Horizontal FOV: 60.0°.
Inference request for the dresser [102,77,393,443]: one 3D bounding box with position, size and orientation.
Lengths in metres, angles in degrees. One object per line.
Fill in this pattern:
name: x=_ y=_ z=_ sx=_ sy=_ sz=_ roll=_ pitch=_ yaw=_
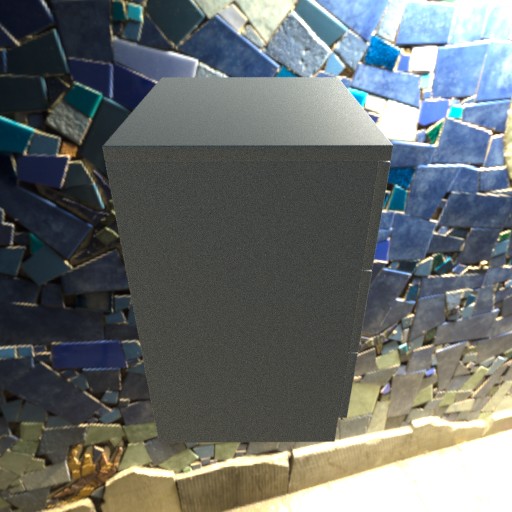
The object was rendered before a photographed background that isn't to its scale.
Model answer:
dresser: x=0.000 y=0.000 z=0.834 sx=0.360 sy=0.560 sz=0.400 roll=0 pitch=33 yaw=0
